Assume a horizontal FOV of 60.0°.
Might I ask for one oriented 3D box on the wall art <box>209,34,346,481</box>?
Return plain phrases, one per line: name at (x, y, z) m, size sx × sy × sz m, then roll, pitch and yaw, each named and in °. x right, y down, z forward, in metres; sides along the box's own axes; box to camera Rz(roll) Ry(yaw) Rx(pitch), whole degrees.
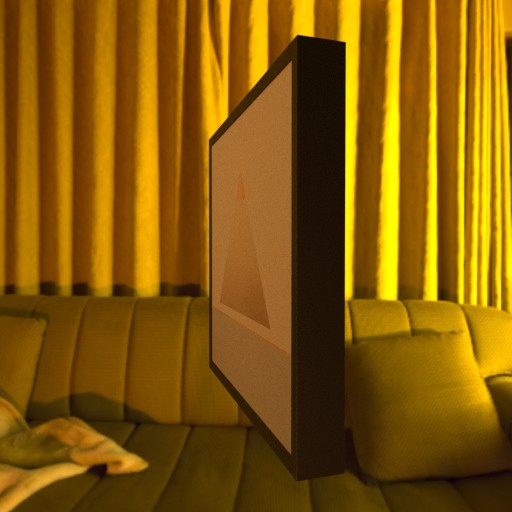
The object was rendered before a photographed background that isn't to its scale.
wall art at (0.000, 0.000, 0.450) m, size 0.037 × 0.303 × 0.304 m, roll 0°, pitch 1°, yaw -17°
